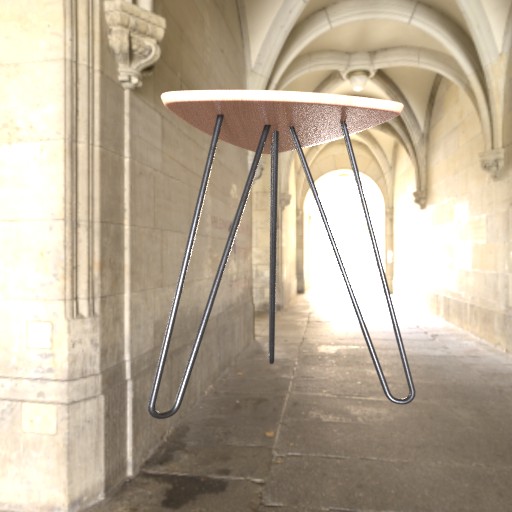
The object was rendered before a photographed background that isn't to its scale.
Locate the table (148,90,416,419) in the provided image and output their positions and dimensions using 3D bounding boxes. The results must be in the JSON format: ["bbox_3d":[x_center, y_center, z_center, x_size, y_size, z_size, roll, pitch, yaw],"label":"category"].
[{"bbox_3d":[0.000,0.000,0.888,0.455,0.564,0.442,0,0,-36],"label":"table"}]
